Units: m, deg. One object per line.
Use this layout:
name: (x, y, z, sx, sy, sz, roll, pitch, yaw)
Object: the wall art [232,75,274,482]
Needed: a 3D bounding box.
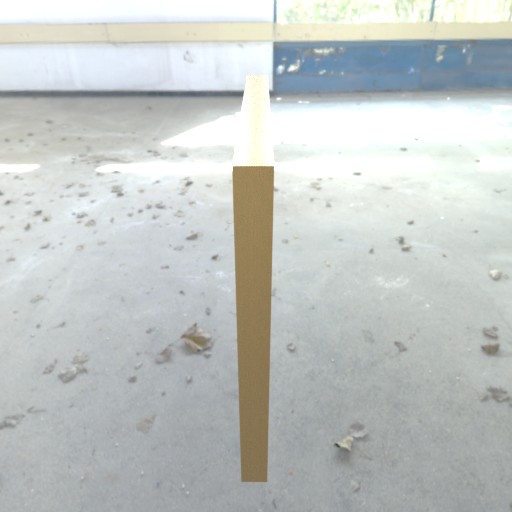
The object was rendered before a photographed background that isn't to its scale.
wall art: (0.000, 0.000, 0.771, 0.040, 0.509, 0.509, 0, 31, 1)
